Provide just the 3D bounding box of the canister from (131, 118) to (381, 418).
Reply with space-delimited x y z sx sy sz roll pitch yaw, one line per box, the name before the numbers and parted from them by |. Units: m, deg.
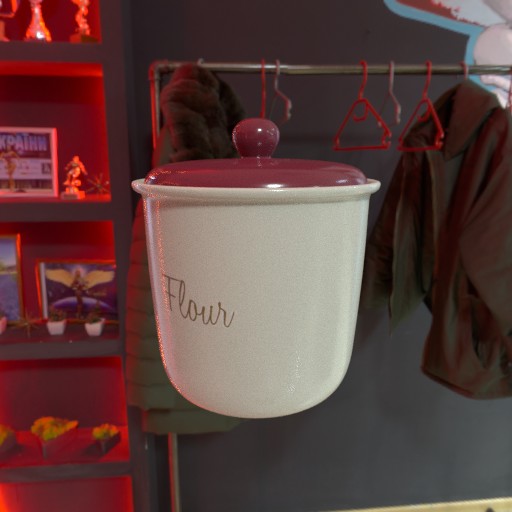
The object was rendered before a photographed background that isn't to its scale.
canister | 0.000 0.000 0.348 0.182 0.208 0.182 0 13 0
